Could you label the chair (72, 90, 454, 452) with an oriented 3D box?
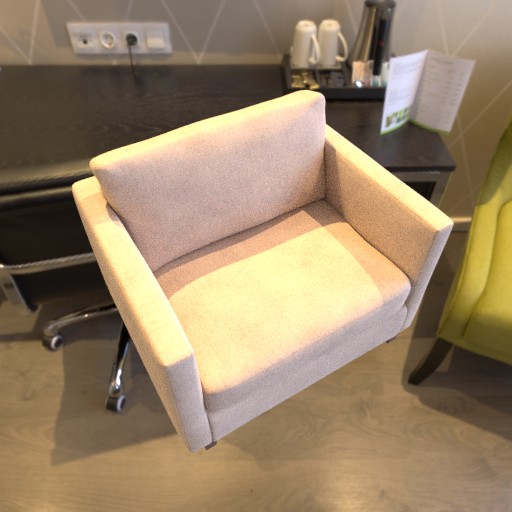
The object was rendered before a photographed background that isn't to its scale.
[{"bbox_3d":[0.000,0.000,1.821,1.133,0.961,0.959,-24,51,-20],"label":"chair"}]
